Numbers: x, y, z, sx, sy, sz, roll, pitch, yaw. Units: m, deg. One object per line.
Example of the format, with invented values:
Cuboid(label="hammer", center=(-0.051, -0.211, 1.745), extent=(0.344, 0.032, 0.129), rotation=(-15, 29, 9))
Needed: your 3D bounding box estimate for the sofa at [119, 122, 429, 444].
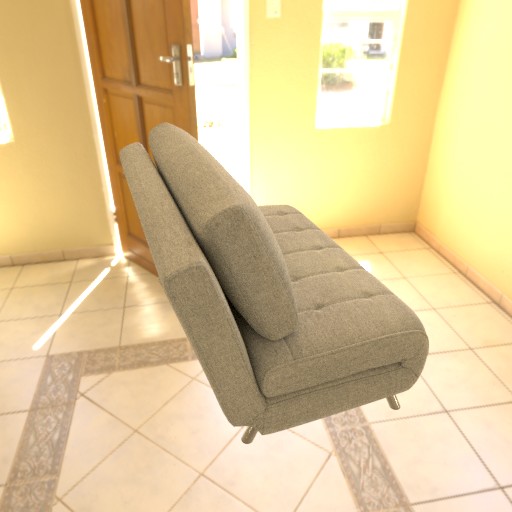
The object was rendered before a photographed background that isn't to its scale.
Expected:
Cuboid(label="sofa", center=(0.000, 0.000, 1.846), extent=(0.910, 0.910, 1.220), rotation=(-10, 31, -18))
